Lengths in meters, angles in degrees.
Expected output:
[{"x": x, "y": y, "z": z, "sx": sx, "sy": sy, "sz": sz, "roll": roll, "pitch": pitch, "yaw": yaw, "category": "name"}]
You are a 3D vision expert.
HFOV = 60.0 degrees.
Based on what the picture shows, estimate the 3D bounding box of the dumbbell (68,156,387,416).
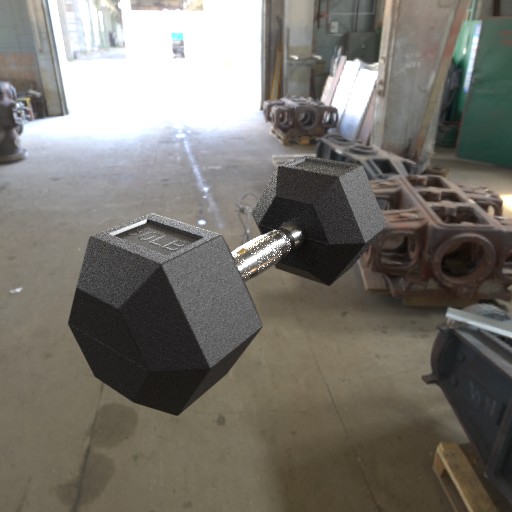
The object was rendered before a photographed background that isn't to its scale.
[{"x": 0.000, "y": 0.000, "z": 0.415, "sx": 0.142, "sy": 0.123, "sz": 0.337, "roll": 18, "pitch": 31, "yaw": 32, "category": "dumbbell"}]
